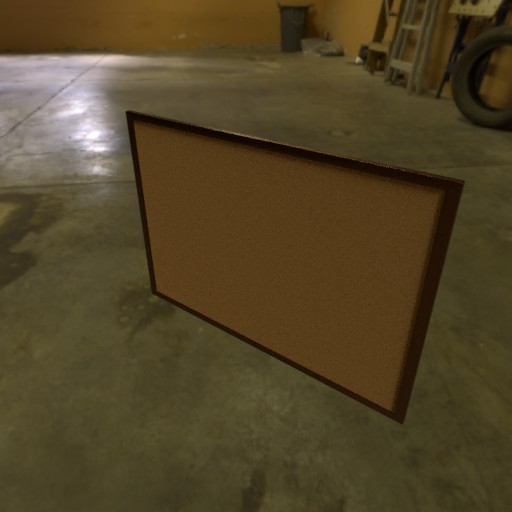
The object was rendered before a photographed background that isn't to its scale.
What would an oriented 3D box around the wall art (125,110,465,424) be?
[{"bbox_3d":[0.000,0.000,1.046,0.816,0.559,0.014,21,36,32],"label":"wall art"}]
